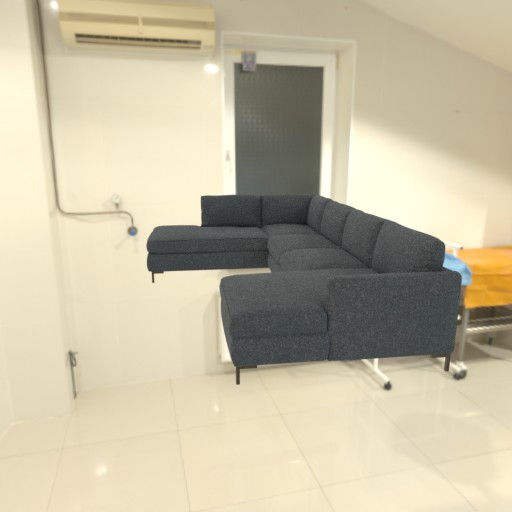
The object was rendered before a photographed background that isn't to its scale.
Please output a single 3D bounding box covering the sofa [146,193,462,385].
[{"bbox_3d":[0.000,0.000,3.837,2.007,0.813,2.956,-2,14,-8],"label":"sofa"}]
